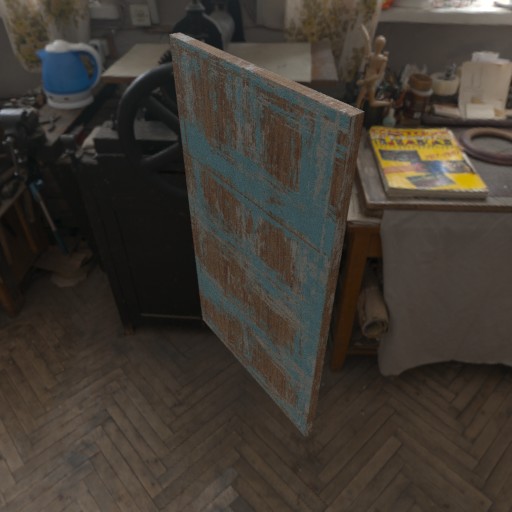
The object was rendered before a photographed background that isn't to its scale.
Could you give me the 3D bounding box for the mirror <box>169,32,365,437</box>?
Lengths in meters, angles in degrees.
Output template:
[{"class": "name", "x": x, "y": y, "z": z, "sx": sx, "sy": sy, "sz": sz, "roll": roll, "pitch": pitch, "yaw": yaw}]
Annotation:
[{"class": "mirror", "x": 0.000, "y": 0.000, "z": 1.457, "sx": 0.083, "sy": 1.213, "sz": 0.707, "roll": -26, "pitch": 47, "yaw": -27}]
